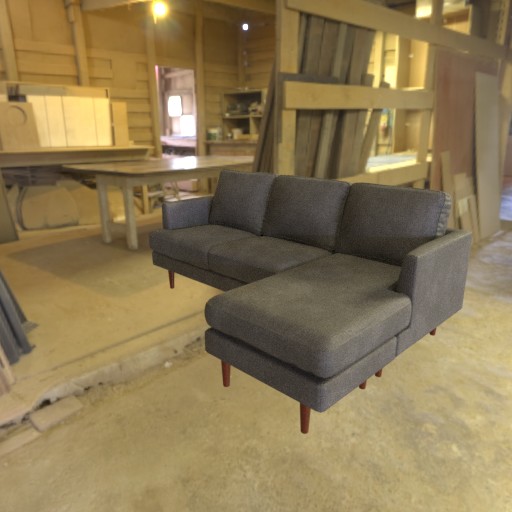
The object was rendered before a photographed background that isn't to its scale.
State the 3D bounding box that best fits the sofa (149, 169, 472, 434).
[{"bbox_3d":[0.000,0.000,2.977,2.233,0.956,1.504,16,23,42],"label":"sofa"}]
